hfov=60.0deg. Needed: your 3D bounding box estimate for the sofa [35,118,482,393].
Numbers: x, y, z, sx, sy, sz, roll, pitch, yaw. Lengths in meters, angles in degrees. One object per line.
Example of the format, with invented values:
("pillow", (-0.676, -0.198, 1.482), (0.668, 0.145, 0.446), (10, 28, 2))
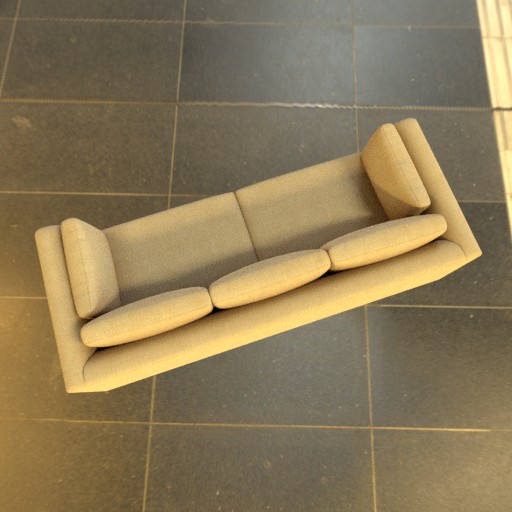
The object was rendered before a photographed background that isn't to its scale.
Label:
("sofa", (0.000, 0.000, 2.851), (2.415, 0.867, 0.969), (-18, 75, -5))
